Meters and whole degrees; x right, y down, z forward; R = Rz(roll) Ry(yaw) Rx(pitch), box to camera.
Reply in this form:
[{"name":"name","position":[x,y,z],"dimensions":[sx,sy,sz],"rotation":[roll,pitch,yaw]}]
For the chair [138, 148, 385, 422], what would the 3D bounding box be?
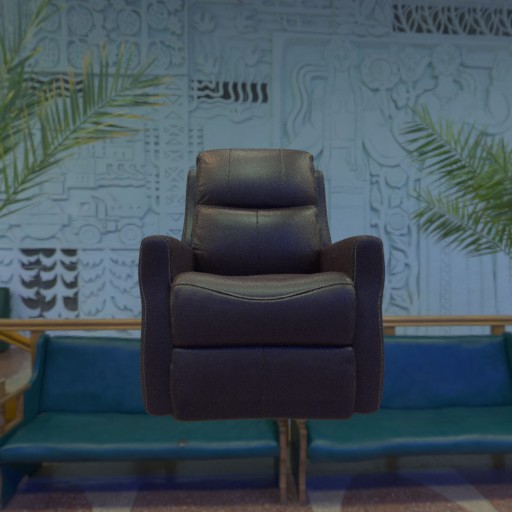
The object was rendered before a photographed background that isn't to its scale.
[{"name":"chair","position":[0.000,0.000,1.797],"dimensions":[0.829,1.030,1.080],"rotation":[0,1,-2]}]
